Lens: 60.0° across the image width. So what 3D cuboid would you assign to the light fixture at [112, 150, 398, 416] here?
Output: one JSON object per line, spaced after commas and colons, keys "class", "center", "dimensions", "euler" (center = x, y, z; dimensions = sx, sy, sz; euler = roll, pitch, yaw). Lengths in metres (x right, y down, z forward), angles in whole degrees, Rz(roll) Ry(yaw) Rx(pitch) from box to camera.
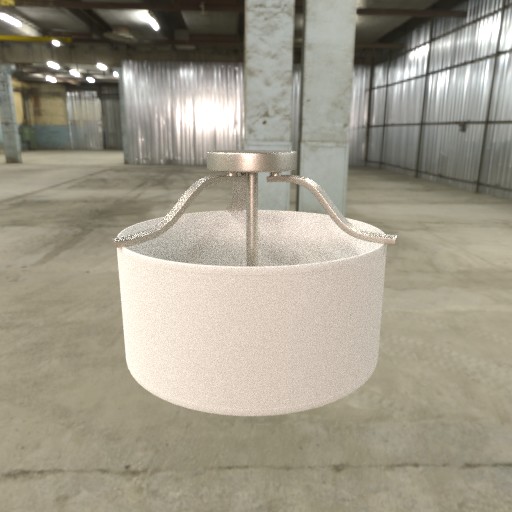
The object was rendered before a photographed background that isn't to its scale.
{"class": "light fixture", "center": [0.000, 0.000, 0.658], "dimensions": [0.395, 0.304, 0.395], "euler": [0, 15, 0]}
